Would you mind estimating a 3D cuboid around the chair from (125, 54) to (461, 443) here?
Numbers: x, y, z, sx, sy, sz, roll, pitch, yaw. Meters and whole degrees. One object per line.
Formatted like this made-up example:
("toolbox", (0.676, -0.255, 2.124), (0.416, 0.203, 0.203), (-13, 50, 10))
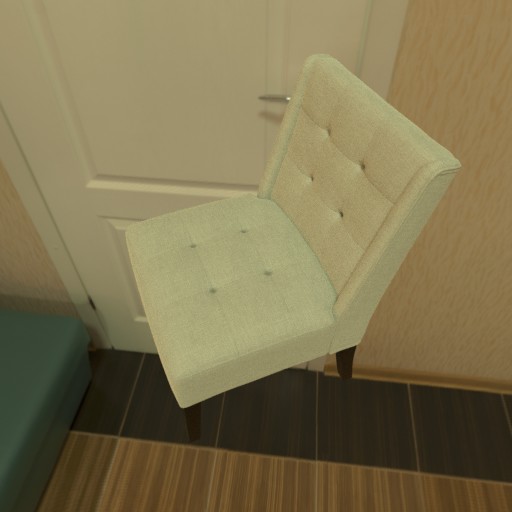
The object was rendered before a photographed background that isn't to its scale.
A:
("chair", (0.000, 0.000, 1.270), (0.676, 0.853, 0.569), (-17, 50, -15))
